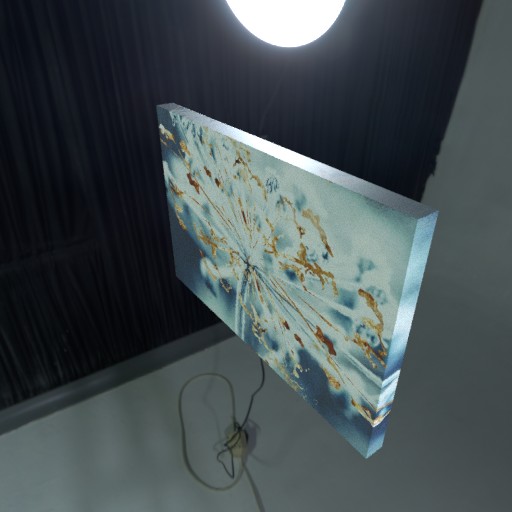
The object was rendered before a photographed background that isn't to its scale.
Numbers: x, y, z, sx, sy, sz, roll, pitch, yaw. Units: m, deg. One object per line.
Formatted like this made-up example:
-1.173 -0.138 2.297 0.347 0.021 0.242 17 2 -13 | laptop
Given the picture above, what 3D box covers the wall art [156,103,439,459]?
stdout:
0.000 0.000 0.778 0.036 0.405 0.607 -21 38 -30 | wall art
